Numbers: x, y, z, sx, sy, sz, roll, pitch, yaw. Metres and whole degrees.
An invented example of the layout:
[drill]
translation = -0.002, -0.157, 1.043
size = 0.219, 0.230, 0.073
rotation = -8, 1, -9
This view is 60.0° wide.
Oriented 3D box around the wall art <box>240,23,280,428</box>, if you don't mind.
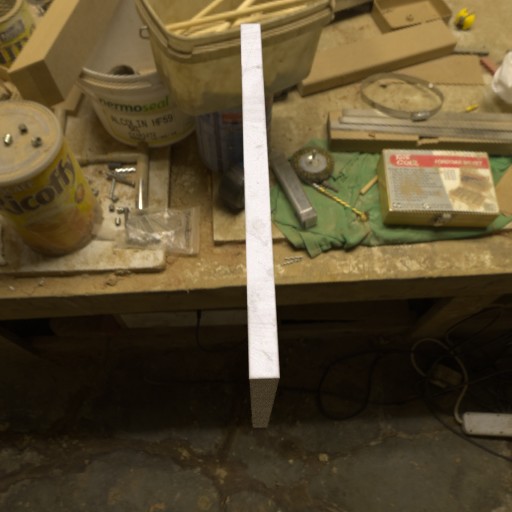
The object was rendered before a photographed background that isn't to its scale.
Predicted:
[wall art]
translation = 0.000, 0.000, 0.761
size = 0.029, 0.506, 0.508
rotation = -2, 64, -1
